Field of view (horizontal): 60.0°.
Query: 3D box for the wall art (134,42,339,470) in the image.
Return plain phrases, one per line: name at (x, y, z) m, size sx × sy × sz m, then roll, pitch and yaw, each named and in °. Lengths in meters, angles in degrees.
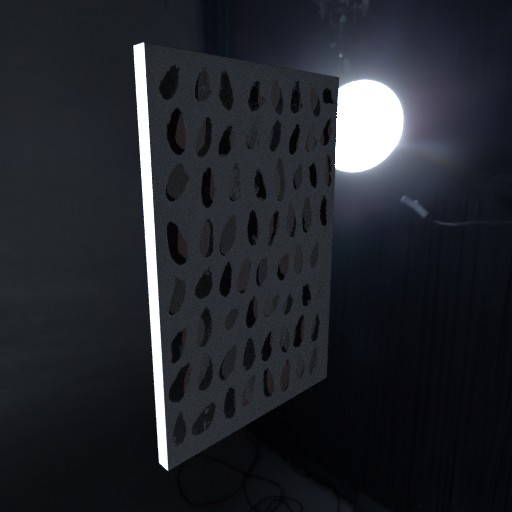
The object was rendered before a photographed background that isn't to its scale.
wall art at (0.000, 0.000, 0.755) m, size 0.405 × 0.608 × 0.025 m, roll -13°, pitch 19°, yaw -43°
